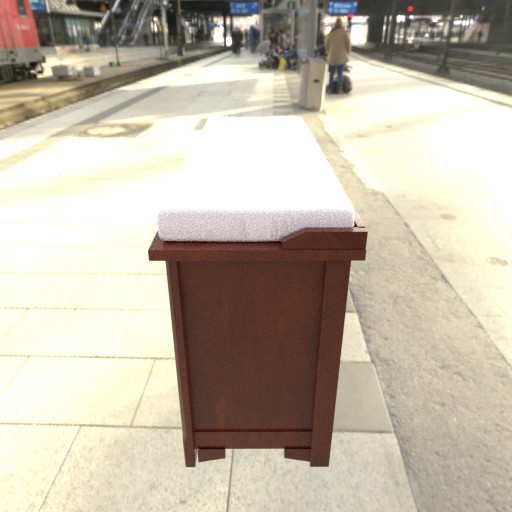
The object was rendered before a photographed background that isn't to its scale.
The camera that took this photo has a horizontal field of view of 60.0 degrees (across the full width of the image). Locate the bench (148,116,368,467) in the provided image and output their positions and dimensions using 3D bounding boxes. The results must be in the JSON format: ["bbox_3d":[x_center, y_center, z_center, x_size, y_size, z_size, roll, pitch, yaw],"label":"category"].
[{"bbox_3d":[0.000,0.000,1.305,0.369,0.646,0.987,0,27,0],"label":"bench"}]
